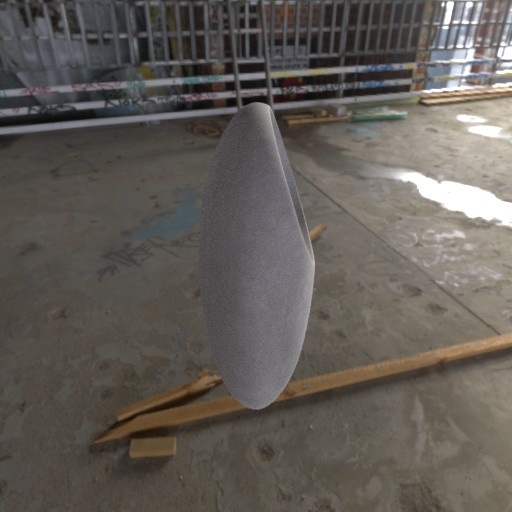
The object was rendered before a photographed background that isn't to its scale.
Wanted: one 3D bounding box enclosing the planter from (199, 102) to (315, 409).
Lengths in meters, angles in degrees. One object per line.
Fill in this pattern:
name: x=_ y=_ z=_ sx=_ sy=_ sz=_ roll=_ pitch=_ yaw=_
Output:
planter: x=0.000 y=0.000 z=0.288 sx=0.071 sy=0.188 sz=0.185 roll=0 pitch=32 yaw=0
